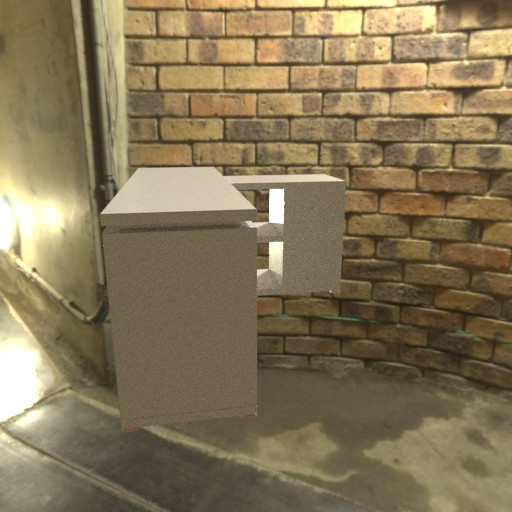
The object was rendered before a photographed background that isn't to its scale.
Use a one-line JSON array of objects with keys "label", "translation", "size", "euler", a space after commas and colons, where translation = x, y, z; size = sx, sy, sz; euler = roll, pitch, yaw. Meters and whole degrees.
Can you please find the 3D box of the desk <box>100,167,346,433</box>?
[{"label": "desk", "translation": [0.000, 0.000, 2.217], "size": [1.200, 0.753, 1.524], "euler": [-3, 17, -10]}]
